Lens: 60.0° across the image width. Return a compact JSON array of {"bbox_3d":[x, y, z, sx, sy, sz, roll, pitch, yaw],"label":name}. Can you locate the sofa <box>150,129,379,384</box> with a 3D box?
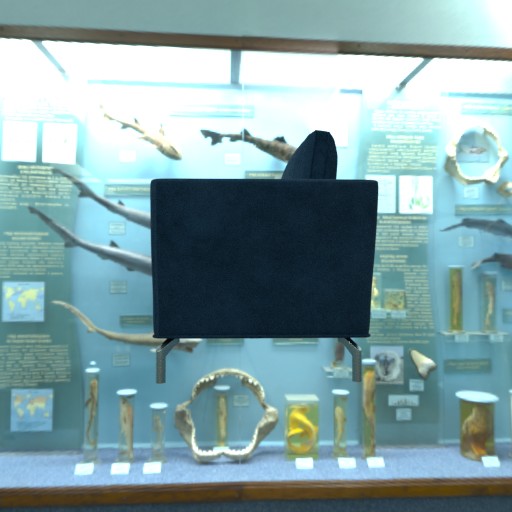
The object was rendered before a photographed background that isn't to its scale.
[{"bbox_3d":[0.000,0.000,2.710,0.853,0.998,2.212,0,-2,-2],"label":"sofa"}]
